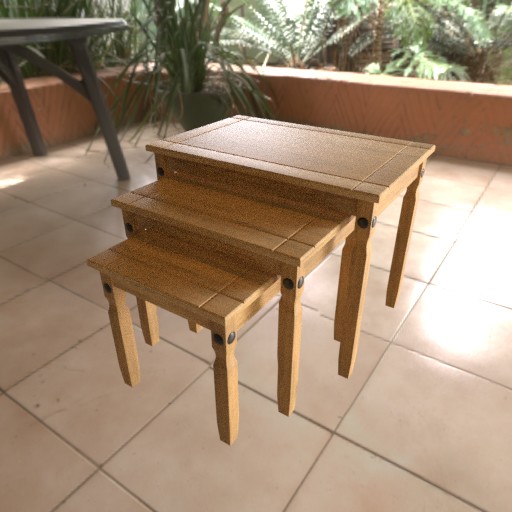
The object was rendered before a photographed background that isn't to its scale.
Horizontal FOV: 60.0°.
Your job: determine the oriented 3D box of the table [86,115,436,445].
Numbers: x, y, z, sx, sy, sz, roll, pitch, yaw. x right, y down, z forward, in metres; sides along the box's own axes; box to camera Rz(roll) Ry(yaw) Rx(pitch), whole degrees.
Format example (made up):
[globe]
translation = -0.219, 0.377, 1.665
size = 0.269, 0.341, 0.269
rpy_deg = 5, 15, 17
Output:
[table]
translation = 0.000, 0.000, 1.216
size = 0.660, 0.535, 0.773
rpy_deg = 18, 35, 29
